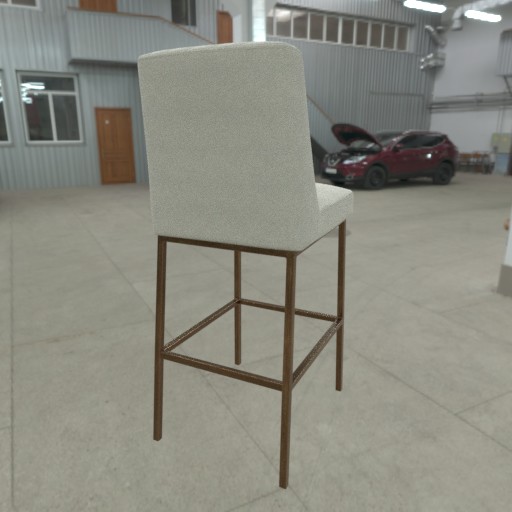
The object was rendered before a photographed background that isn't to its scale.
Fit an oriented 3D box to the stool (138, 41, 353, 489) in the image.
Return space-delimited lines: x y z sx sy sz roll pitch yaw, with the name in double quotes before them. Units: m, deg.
"stool" 0.000 0.000 1.332 0.462 1.084 0.546 8 17 26
